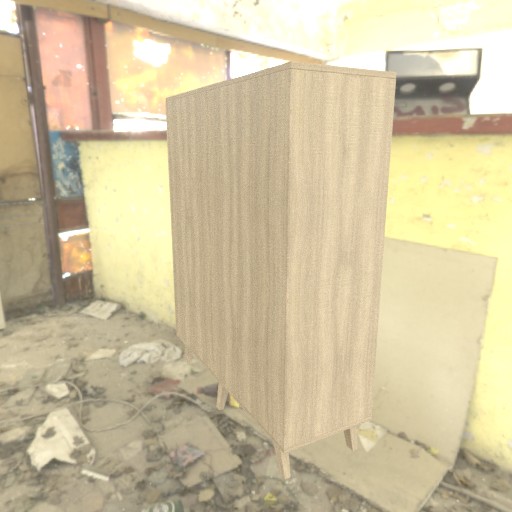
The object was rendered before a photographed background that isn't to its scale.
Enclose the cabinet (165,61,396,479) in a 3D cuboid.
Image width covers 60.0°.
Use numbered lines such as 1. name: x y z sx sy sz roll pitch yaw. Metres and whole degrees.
1. cabinet: 0.000 0.000 1.942 0.398 1.388 1.111 -8 16 -28
